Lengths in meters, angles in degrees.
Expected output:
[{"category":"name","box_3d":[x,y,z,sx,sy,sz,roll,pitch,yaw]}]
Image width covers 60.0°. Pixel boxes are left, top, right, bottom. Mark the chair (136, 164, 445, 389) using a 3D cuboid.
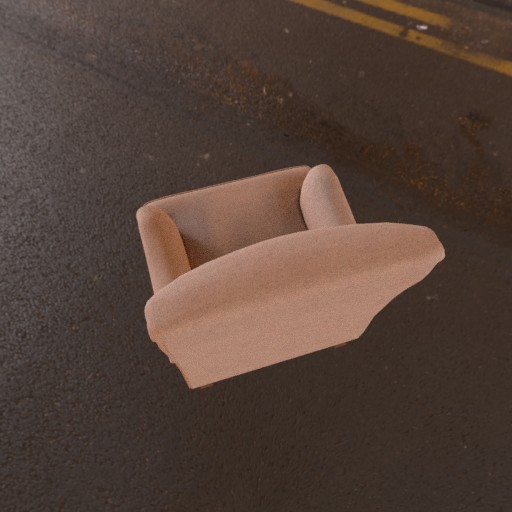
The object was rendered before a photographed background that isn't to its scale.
[{"category":"chair","box_3d":[0.000,0.000,1.866,0.879,1.119,0.953,-15,59,-9]}]
